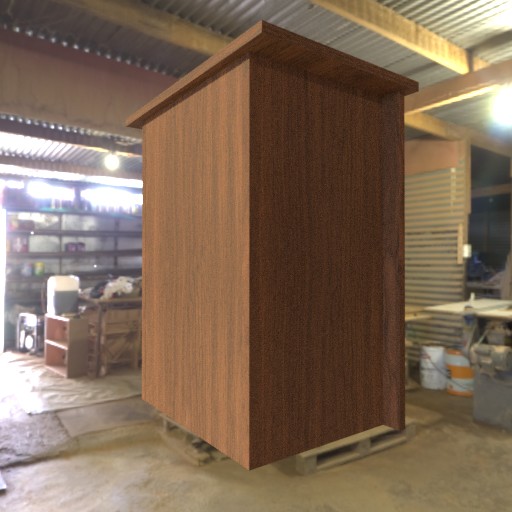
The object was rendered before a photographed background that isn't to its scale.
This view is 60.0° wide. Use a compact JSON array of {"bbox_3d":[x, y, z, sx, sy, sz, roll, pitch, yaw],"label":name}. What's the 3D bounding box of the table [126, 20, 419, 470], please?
[{"bbox_3d":[0.000,0.000,1.028,0.406,0.711,0.589,0,-1,-36],"label":"table"}]
